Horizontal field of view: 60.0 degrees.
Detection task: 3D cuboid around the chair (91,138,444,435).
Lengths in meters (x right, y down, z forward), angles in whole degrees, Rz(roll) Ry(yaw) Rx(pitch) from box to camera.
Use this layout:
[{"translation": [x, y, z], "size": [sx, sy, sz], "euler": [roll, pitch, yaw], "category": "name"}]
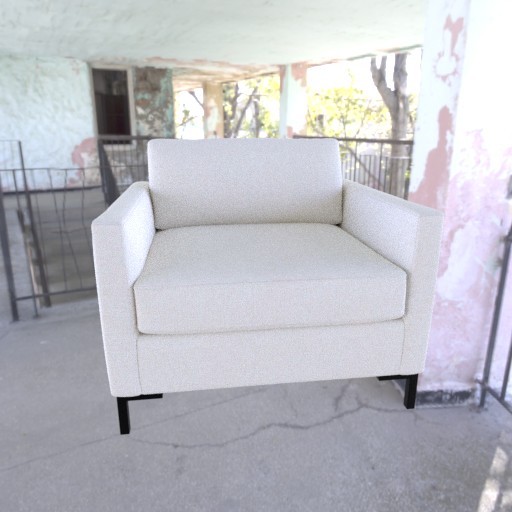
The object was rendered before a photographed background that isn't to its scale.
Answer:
[{"translation": [0.000, 0.000, 1.593], "size": [0.964, 0.806, 0.875], "euler": [-2, 17, -8], "category": "chair"}]
